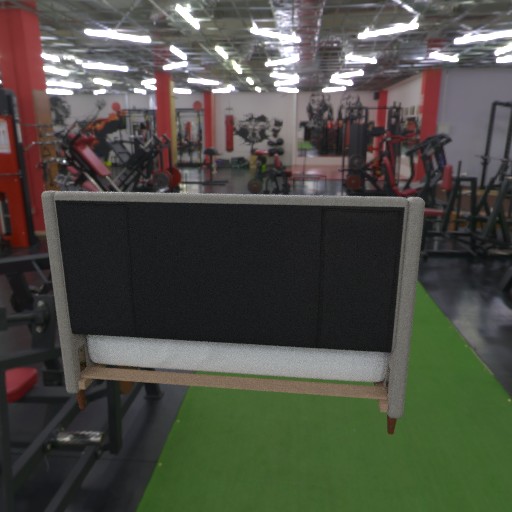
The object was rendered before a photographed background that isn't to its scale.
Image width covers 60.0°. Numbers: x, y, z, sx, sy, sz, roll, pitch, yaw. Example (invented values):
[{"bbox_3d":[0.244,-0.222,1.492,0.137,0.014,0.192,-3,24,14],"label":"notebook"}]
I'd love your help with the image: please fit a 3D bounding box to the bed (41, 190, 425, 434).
[{"bbox_3d":[0.000,0.000,3.073,1.656,1.147,2.232,2,16,7],"label":"bed"}]
